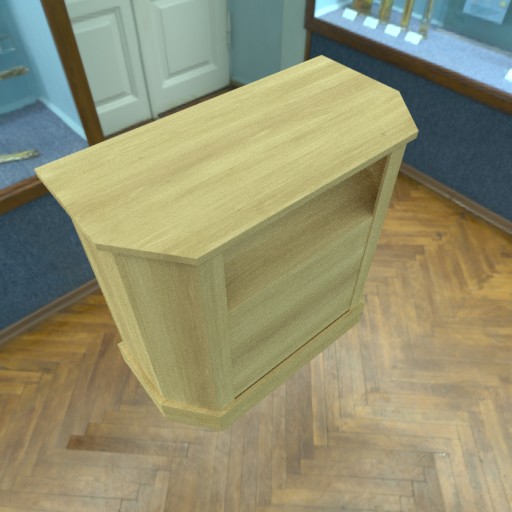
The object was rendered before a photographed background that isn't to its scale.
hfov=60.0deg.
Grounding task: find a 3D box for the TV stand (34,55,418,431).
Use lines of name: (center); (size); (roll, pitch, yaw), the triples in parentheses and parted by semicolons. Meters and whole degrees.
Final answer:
TV stand: (0.000, 0.000, 1.287); (0.851, 0.781, 0.425); (-32, 55, -25)
